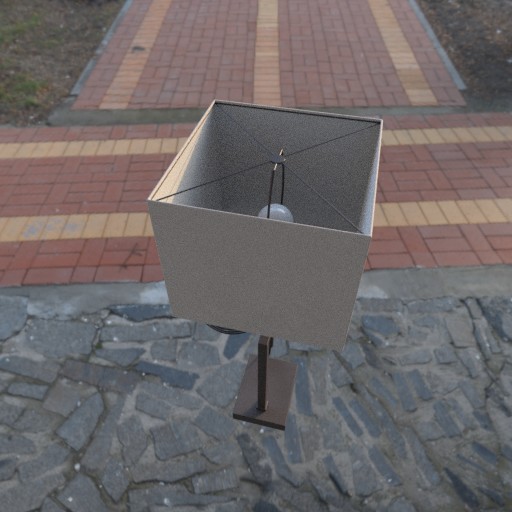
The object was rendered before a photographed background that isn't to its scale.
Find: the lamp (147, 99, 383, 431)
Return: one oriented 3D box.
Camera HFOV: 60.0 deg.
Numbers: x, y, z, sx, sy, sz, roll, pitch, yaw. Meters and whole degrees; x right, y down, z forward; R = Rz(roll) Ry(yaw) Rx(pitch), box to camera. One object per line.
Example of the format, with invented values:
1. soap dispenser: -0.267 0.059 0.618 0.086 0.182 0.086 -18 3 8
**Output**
1. lamp: 0.000 0.000 0.948 0.399 0.660 0.504 10 46 10
